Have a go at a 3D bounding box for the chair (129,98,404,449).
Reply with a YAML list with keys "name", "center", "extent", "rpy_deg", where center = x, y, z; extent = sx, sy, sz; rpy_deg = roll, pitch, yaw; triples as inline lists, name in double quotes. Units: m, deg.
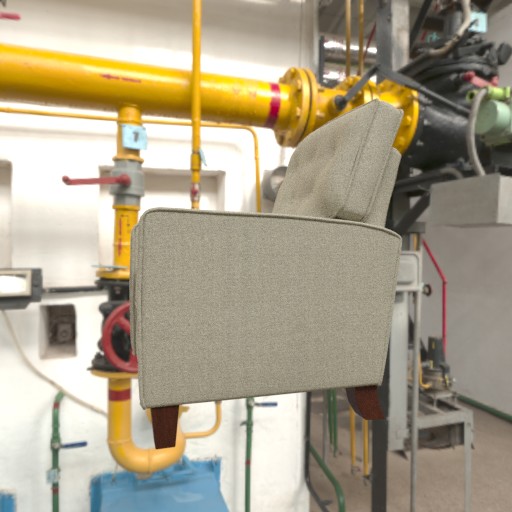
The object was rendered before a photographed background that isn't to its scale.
- name: "chair"
  center: [0.000, 0.000, 1.400]
  extent: [0.754, 0.888, 0.648]
  rpy_deg: [0, 1, -17]
